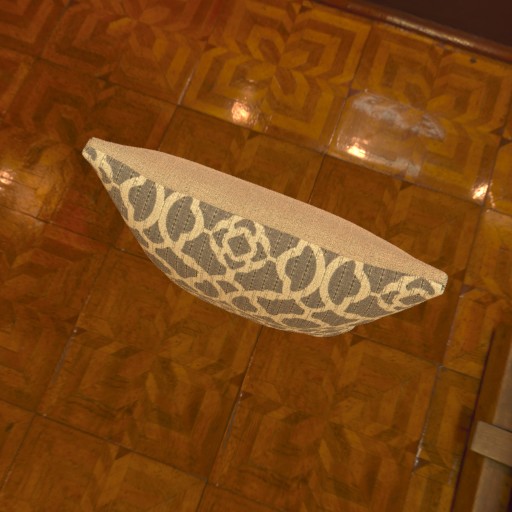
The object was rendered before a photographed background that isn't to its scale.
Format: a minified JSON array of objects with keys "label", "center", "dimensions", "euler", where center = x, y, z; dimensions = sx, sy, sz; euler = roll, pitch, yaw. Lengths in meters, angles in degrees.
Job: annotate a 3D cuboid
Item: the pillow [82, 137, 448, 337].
[{"label":"pillow","center":[0.000,0.000,0.807],"dimensions":[0.508,0.498,0.215],"euler":[22,77,5]}]
